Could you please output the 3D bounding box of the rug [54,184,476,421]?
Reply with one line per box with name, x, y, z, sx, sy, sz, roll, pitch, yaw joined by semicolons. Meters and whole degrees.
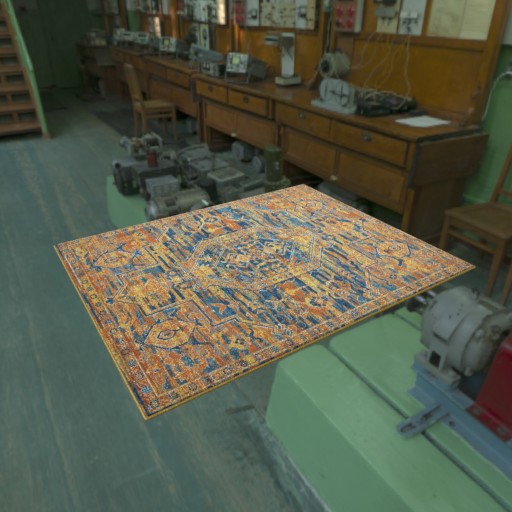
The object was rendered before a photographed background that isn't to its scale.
rug;0.000;0.000;4.065;3.040;0.031;2.435;-18;34;-28
